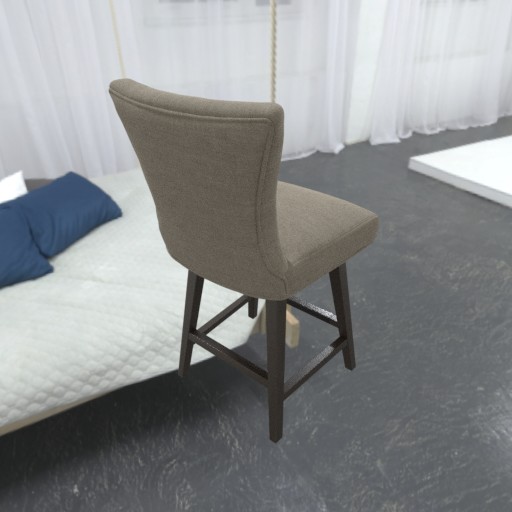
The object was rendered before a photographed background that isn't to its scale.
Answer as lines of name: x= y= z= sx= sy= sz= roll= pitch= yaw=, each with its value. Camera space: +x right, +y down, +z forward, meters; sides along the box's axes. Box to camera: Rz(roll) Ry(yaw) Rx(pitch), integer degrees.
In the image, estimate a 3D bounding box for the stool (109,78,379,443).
stool: x=0.000 y=0.000 z=1.321 sx=0.514 sy=1.000 sz=0.574 roll=23 pitch=37 yaw=34
